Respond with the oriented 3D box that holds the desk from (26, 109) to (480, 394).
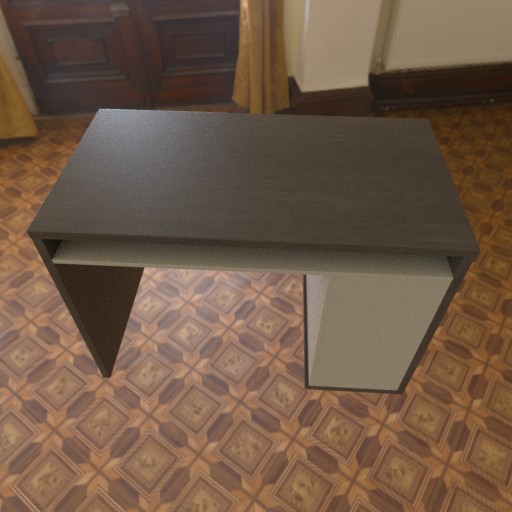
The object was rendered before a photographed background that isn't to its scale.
[{"bbox_3d":[0.000,0.000,1.548,1.100,0.750,0.600,3,47,2],"label":"desk"}]
